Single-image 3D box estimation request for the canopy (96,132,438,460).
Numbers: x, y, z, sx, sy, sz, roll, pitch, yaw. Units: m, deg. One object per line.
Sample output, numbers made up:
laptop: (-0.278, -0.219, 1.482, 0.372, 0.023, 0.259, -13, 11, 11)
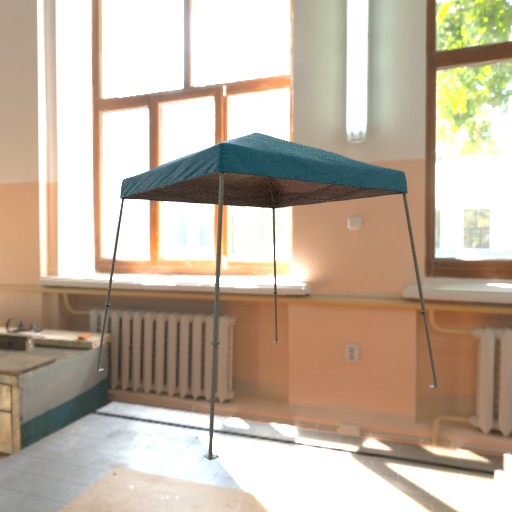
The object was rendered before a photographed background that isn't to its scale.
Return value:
canopy: (0.000, 0.000, 5.132, 2.848, 2.849, 2.849, -1, 1, -35)
